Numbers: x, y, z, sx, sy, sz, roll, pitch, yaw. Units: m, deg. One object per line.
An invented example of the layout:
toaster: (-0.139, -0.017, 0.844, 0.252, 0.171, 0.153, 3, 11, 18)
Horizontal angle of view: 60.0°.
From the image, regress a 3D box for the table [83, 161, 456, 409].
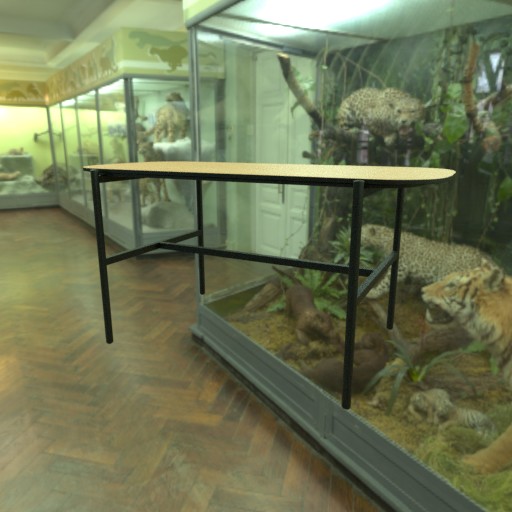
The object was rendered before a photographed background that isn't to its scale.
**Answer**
table: (0.000, 0.000, 1.023, 0.800, 0.400, 0.400, 7, 16, 26)
